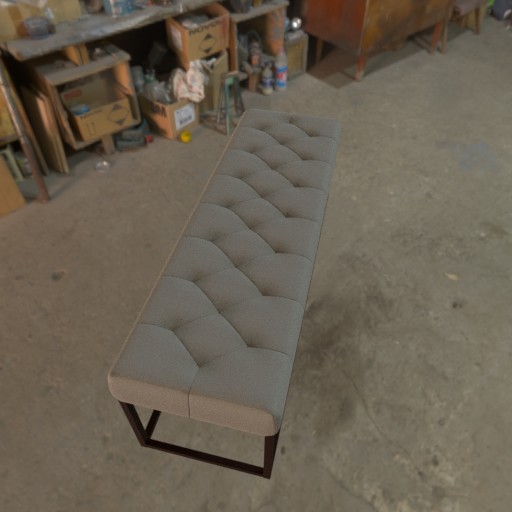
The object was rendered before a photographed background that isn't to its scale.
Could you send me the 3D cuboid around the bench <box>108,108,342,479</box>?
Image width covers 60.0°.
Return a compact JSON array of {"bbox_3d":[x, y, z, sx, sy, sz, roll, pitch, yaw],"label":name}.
[{"bbox_3d":[0.000,0.000,1.775,0.479,0.488,1.488,10,47,9],"label":"bench"}]
